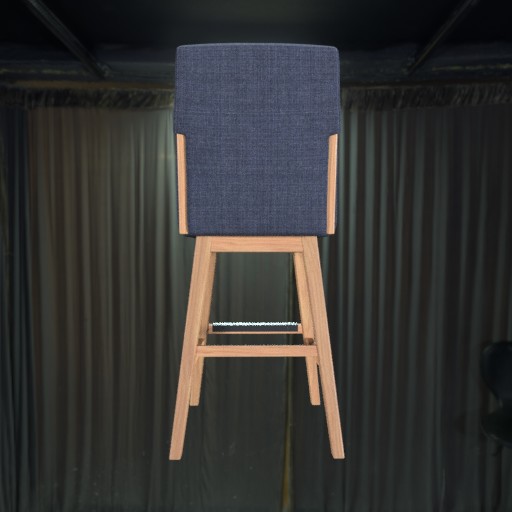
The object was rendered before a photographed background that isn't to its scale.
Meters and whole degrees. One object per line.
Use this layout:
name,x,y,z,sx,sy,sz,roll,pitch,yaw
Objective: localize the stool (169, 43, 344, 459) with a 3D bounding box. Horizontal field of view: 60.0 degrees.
stool,0.000,0.000,1.412,0.483,1.112,0.570,0,1,-1
